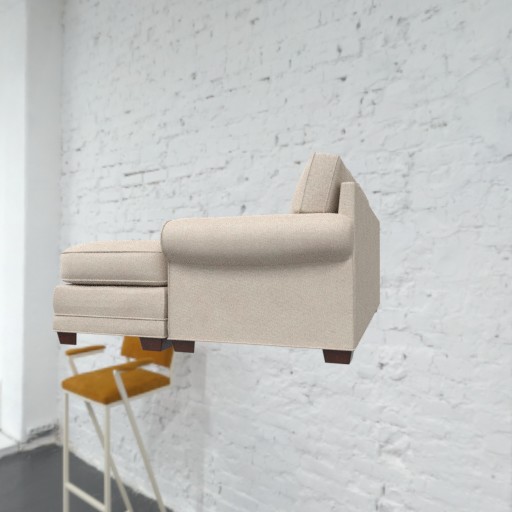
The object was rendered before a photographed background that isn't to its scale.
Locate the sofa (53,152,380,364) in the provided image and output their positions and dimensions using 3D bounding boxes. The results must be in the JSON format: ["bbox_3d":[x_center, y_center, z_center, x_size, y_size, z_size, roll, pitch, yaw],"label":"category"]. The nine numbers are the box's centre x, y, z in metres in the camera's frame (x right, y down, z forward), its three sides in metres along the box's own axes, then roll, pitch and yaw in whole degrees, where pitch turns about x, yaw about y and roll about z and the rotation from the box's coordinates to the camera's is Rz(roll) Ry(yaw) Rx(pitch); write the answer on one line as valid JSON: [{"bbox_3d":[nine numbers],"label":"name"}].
[{"bbox_3d":[0.000,0.000,2.417,1.226,0.734,1.770,0,0,18],"label":"sofa"}]
